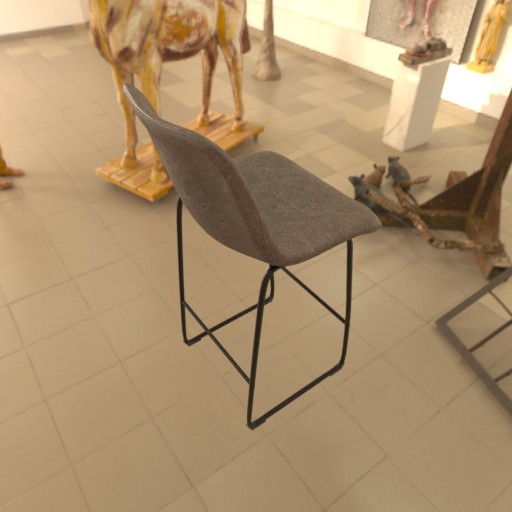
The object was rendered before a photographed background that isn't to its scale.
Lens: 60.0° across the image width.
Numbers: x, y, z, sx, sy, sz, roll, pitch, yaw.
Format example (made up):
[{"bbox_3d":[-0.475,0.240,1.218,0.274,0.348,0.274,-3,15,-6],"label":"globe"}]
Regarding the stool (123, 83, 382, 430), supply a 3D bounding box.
[{"bbox_3d":[0.000,0.000,1.386,0.561,1.082,0.514,-26,47,-26],"label":"stool"}]
